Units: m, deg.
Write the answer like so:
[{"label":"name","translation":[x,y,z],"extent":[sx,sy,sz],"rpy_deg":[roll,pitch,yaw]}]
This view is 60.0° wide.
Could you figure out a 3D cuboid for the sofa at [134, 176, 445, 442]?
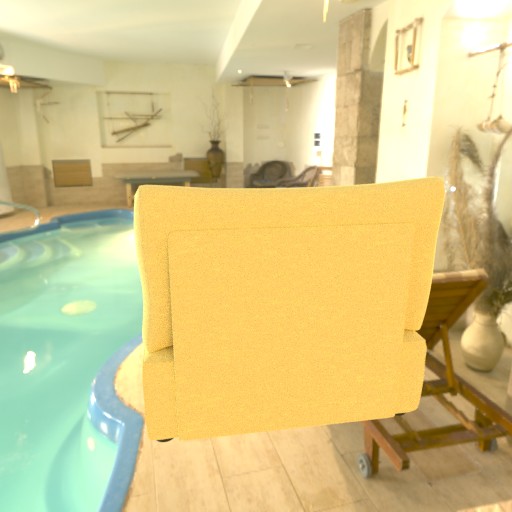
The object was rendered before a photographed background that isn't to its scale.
[{"label":"sofa","translation":[0.000,0.000,2.011],"extent":[0.930,0.820,1.450],"rpy_deg":[-3,16,-10]}]
